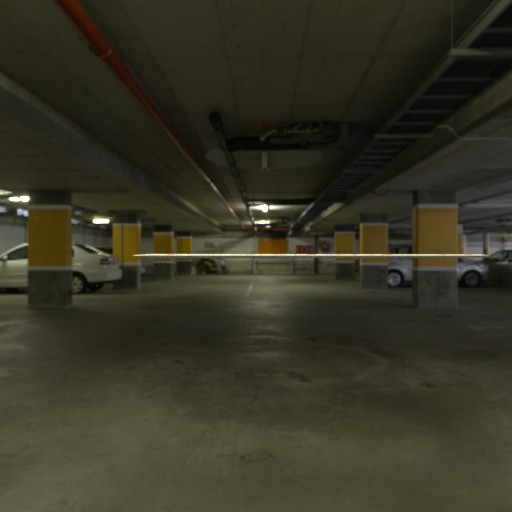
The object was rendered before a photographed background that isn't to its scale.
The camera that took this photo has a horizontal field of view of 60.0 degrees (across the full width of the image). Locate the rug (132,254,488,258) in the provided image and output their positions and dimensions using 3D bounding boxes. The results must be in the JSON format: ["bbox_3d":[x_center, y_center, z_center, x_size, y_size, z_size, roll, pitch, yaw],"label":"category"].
[{"bbox_3d":[0.000,0.000,3.463,1.819,0.018,2.746,0,0,-17],"label":"rug"}]
